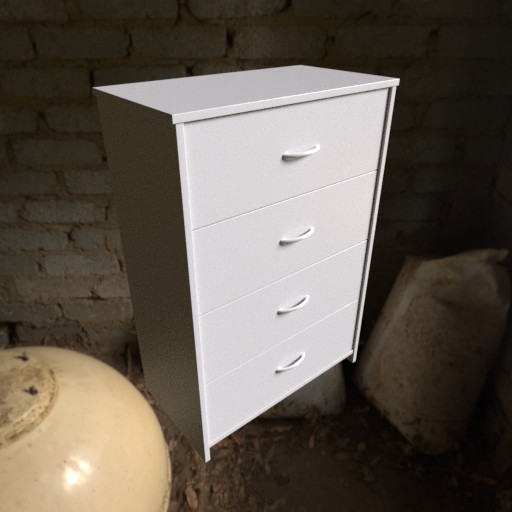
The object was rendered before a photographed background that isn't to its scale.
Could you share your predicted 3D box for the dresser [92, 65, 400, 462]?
[{"bbox_3d":[0.000,0.000,1.390,0.704,1.021,0.401,-22,36,-33],"label":"dresser"}]
